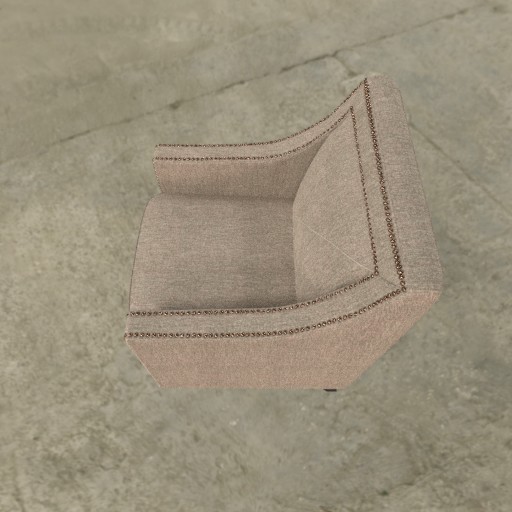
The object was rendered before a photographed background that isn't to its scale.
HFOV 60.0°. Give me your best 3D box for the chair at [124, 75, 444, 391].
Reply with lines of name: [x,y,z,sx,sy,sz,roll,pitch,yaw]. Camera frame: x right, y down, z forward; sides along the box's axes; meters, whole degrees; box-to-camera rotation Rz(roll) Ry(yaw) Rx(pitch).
chair: [0.000,0.000,1.605,0.884,0.967,0.776,0,59,0]
